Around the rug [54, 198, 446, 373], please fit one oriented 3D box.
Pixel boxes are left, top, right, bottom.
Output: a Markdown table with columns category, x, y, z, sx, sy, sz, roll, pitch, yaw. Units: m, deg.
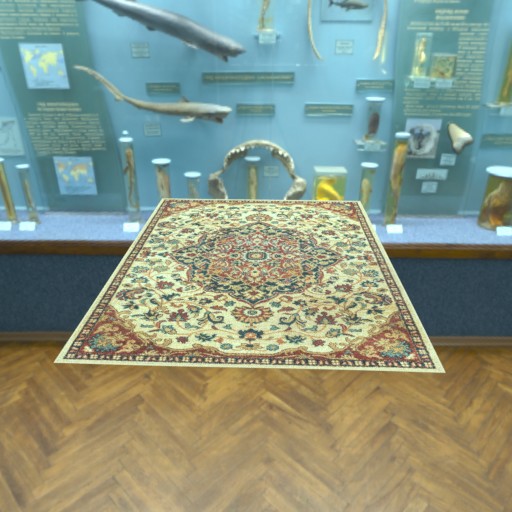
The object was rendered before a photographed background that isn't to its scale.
| category | x | y | z | sx | sy | sz | roll | pitch | yaw |
| --- | --- | --- | --- | --- | --- | --- | --- | --- | --- |
| rug | 0.000 | 0.000 | 4.131 | 2.454 | 0.005 | 3.067 | 1 | 27 | 2 |
